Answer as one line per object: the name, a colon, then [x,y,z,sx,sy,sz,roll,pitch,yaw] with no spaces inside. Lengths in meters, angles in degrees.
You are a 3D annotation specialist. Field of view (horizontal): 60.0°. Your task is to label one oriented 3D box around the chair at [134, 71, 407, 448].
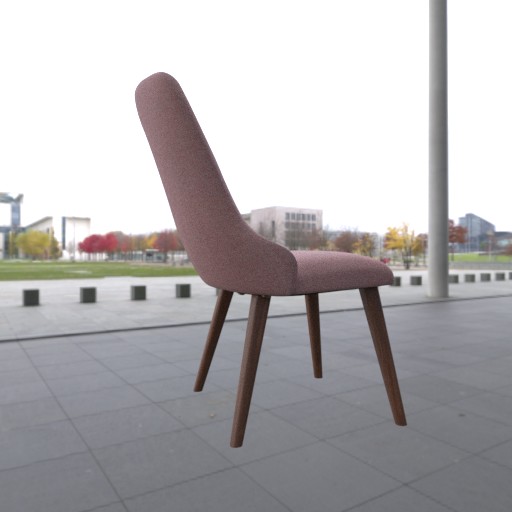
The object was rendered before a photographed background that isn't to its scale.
chair: [0.000,0.000,1.334,0.707,0.918,0.535,0,0,-18]
